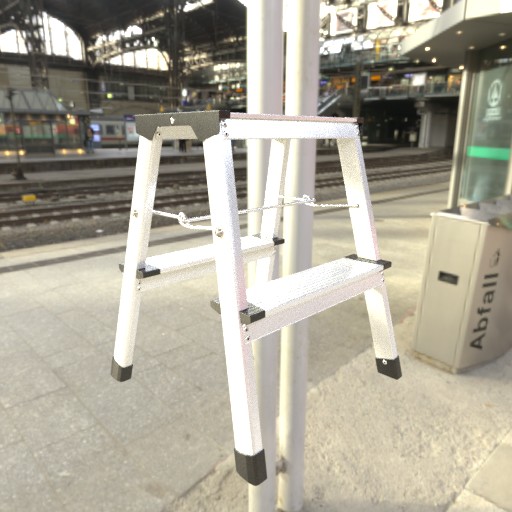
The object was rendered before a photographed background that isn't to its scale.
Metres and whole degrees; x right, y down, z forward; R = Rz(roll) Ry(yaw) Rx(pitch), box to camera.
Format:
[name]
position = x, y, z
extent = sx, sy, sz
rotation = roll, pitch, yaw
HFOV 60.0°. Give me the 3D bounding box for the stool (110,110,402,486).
[stool]
position = 0.000, 0.000, 0.796
extent = 0.404, 0.480, 0.405
rotation = -15, 21, -43
